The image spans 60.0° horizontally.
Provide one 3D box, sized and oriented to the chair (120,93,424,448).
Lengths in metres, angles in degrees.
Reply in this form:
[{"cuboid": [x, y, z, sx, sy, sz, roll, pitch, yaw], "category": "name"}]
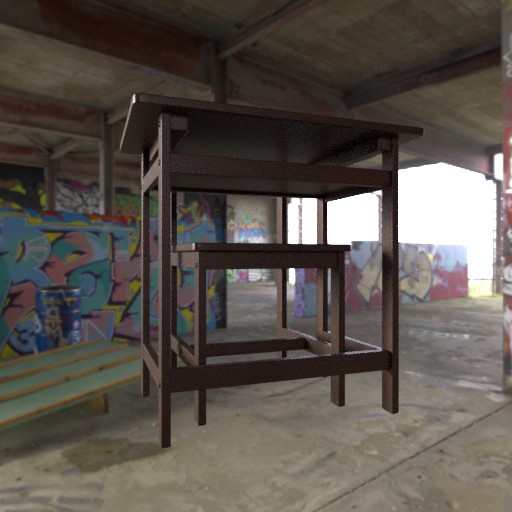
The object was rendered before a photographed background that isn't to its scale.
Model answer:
[{"cuboid": [0.000, 0.000, 1.048, 0.599, 0.673, 0.463, 0, 0, -20], "category": "chair"}]
